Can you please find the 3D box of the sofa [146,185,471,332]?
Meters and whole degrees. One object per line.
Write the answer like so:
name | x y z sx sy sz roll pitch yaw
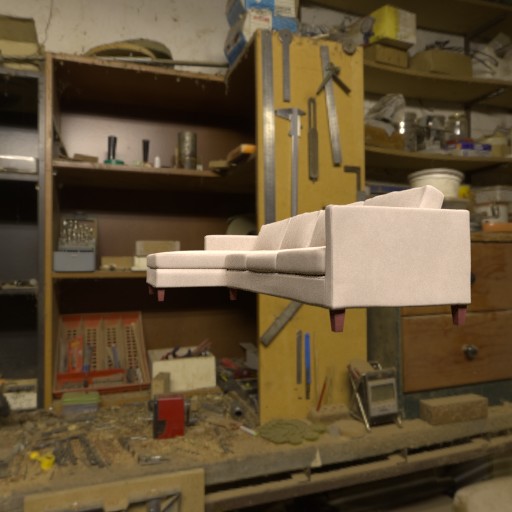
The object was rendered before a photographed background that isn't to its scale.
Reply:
sofa | 0.000 0.000 3.866 1.625 0.846 3.186 0 -1 -19
